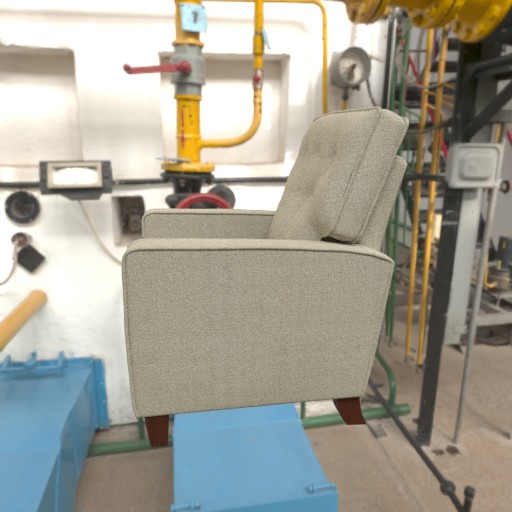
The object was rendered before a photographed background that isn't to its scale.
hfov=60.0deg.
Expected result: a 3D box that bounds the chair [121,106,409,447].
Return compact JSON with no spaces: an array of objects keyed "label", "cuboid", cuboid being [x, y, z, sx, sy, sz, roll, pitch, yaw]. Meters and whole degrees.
[{"label":"chair","cuboid":[0.000,0.000,1.415,0.754,0.888,0.648,-2,14,-9]}]
